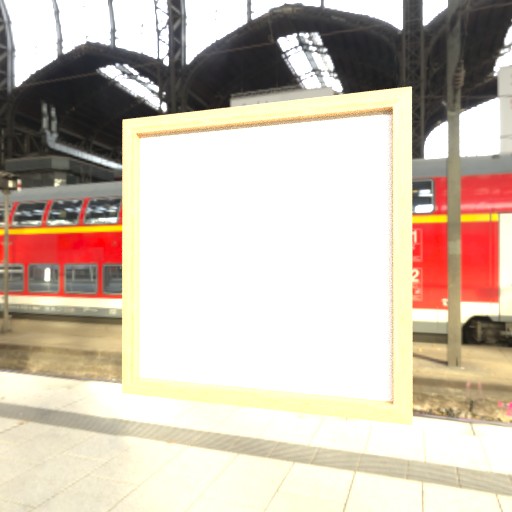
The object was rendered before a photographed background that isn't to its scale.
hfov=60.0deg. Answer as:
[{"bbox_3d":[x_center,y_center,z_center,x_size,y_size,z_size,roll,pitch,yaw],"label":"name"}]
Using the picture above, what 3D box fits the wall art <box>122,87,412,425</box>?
[{"bbox_3d":[0.000,0.000,0.457,0.303,0.303,0.028,0,0,18],"label":"wall art"}]
